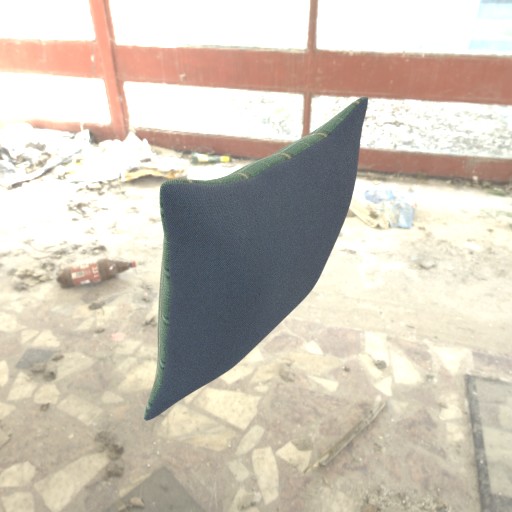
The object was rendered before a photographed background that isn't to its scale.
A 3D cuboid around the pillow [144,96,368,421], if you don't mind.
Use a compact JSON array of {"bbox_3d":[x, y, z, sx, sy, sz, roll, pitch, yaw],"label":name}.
[{"bbox_3d":[0.000,0.000,0.708,0.200,0.430,0.453,21,38,30],"label":"pillow"}]
